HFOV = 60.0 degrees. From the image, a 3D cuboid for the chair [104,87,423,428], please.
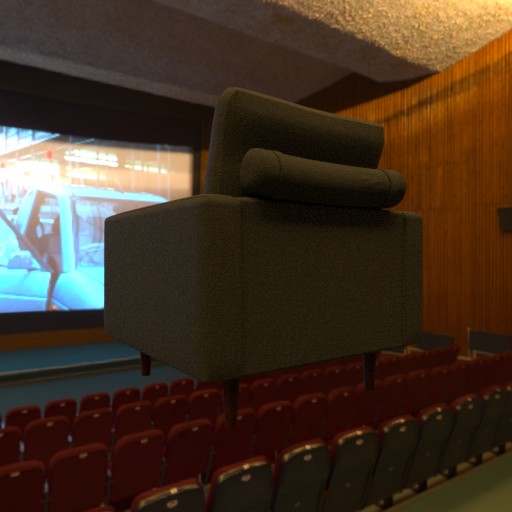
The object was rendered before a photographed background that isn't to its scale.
[{"bbox_3d":[0.000,0.000,1.532,0.821,0.880,0.843,0,0,-35],"label":"chair"}]
